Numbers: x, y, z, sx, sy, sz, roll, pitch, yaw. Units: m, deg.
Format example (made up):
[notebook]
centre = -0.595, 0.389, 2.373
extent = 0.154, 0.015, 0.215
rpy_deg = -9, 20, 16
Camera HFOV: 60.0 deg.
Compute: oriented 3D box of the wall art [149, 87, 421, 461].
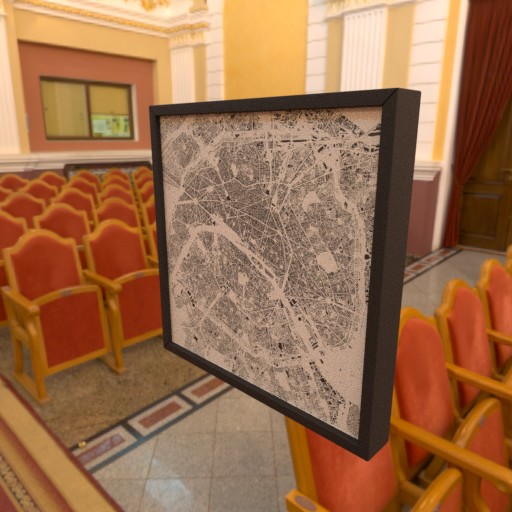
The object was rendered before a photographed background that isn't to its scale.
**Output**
[wall art]
centre = 0.000, 0.000, 0.457
extent = 0.305, 0.305, 0.037
rpy_deg = 14, 21, 42
